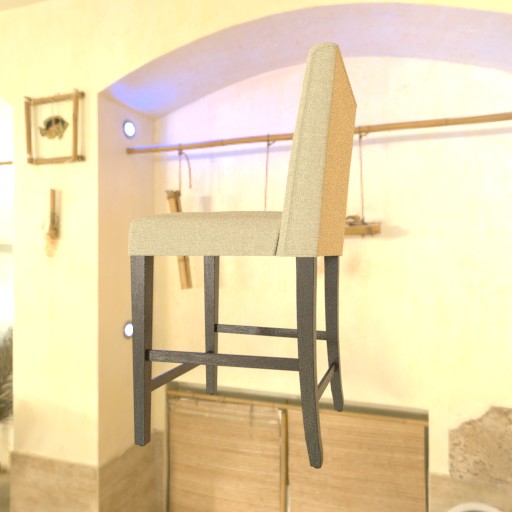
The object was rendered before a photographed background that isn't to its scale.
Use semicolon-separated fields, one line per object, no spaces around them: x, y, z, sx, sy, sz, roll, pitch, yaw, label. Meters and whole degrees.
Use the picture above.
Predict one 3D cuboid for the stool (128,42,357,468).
0.000;0.000;1.227;0.509;0.939;0.474;0;0;18;stool
